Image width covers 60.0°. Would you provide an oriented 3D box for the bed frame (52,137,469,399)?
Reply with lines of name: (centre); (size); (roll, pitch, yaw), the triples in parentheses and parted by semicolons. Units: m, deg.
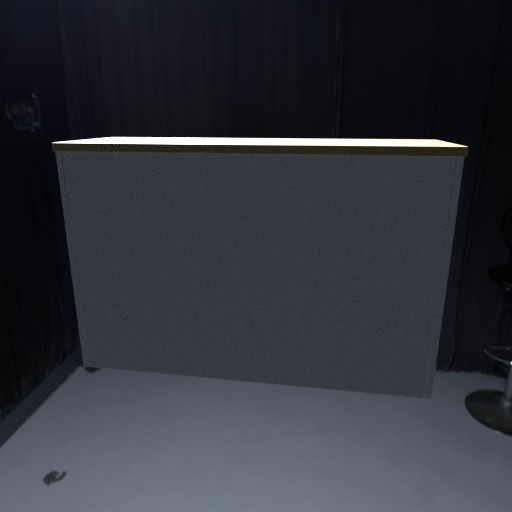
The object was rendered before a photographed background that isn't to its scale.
bed frame: (0.000, 0.000, 1.692); (1.300, 0.850, 0.430); (3, 18, 9)
